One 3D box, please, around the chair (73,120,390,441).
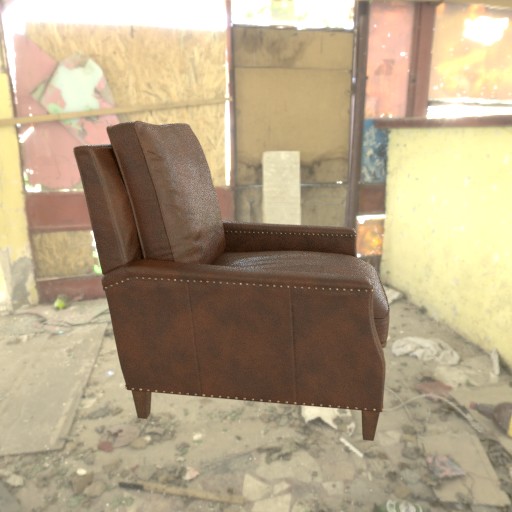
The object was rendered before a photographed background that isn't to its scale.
[{"bbox_3d":[0.000,0.000,1.820,1.035,1.054,0.854,2,16,8],"label":"chair"}]
